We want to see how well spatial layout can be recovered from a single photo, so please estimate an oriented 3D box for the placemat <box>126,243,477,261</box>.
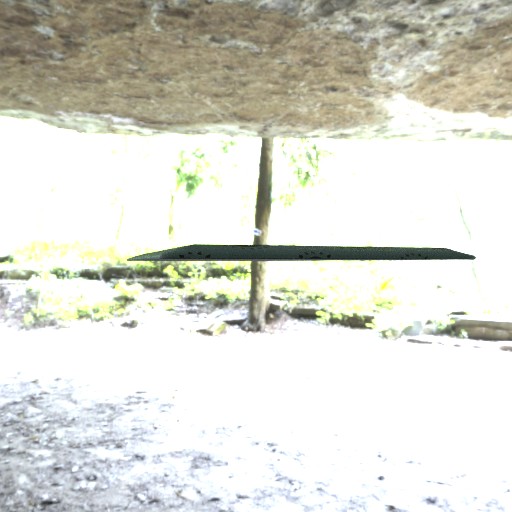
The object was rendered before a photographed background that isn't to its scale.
[{"bbox_3d":[0.000,0.000,0.975,0.508,0.021,0.762,0,-1,-20],"label":"placemat"}]
